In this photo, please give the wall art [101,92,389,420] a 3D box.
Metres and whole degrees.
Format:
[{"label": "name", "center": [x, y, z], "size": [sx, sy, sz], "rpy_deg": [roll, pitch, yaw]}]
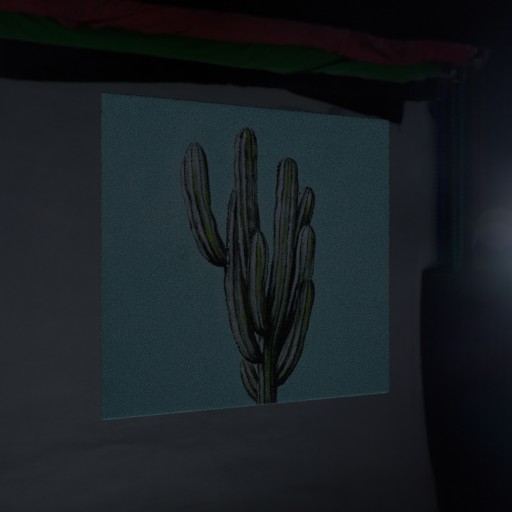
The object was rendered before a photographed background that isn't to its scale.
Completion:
[{"label": "wall art", "center": [0.000, 0.000, 1.624], "size": [1.071, 1.073, 0.070], "rpy_deg": [0, 0, -16]}]
